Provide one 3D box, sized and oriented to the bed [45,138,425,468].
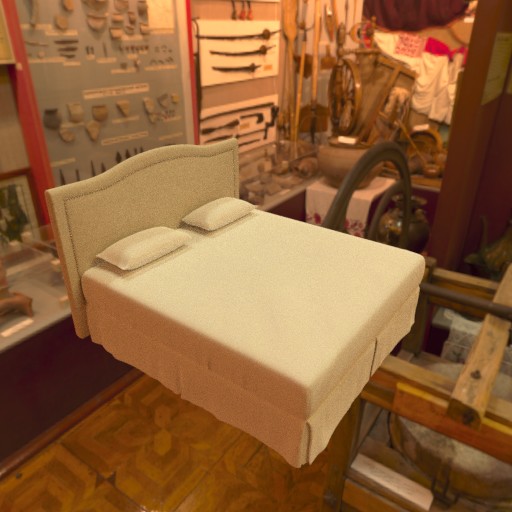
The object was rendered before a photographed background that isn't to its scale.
[{"bbox_3d":[0.000,0.000,3.540,2.182,1.421,2.083,19,33,32],"label":"bed"}]
